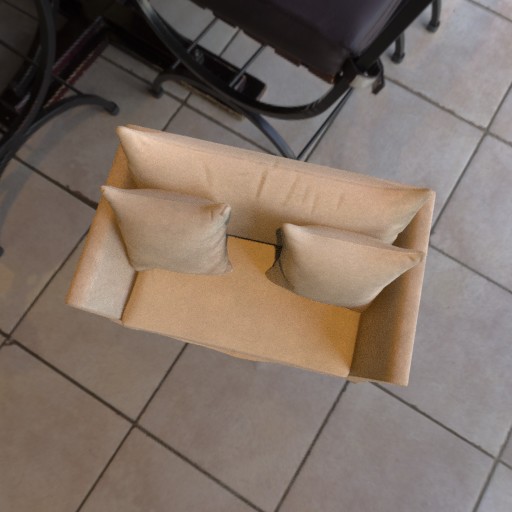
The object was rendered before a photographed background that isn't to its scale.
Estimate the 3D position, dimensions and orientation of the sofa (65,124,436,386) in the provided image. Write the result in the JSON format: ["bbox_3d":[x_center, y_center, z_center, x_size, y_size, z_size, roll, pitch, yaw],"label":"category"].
[{"bbox_3d":[0.000,0.000,2.322,1.608,1.040,1.035,13,76,3],"label":"sofa"}]
